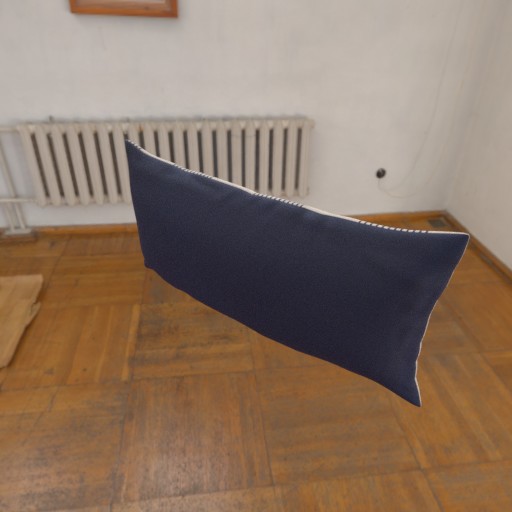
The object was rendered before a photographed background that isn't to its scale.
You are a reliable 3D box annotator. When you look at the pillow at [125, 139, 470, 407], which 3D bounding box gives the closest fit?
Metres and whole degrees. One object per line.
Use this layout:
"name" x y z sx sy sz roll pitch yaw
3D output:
"pillow" 0.000 0.000 0.730 0.610 0.287 0.151 22 38 32
